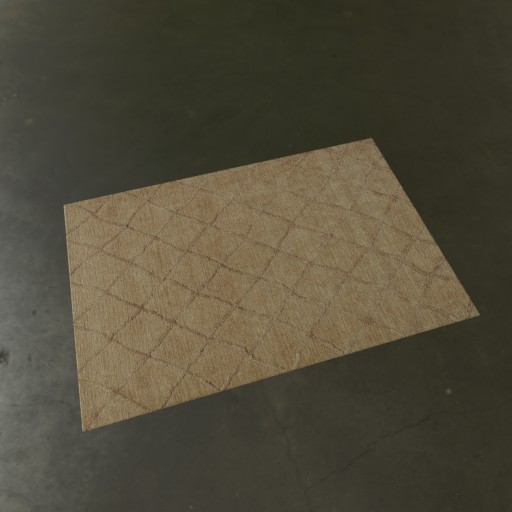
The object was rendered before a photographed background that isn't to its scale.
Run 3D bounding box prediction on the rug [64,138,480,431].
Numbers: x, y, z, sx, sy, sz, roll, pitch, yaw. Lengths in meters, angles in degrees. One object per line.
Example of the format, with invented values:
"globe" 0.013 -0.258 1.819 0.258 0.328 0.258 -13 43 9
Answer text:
"rug" 0.000 0.000 2.820 2.292 0.014 1.528 -14 59 -9
